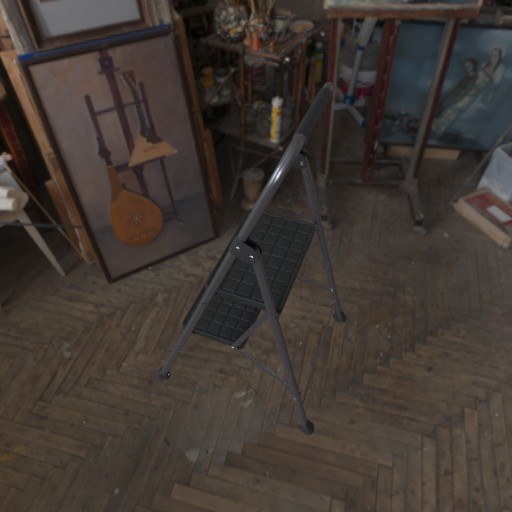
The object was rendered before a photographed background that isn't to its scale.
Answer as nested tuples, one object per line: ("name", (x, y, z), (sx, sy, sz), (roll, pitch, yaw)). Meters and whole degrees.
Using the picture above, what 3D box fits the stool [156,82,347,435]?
("stool", (0.000, 0.000, 1.147), (0.514, 0.872, 0.450), (16, 50, 14))
